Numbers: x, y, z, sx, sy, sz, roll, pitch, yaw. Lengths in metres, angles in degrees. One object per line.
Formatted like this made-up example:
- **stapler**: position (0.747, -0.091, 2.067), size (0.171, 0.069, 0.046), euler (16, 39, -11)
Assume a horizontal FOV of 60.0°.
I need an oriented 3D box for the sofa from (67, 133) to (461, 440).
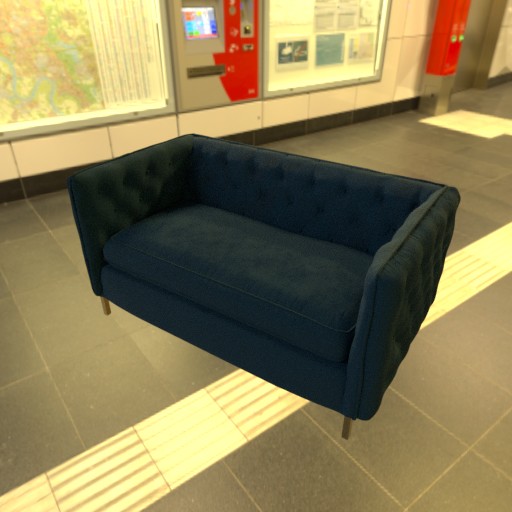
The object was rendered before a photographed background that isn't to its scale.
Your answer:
- **sofa**: position (0.000, 0.000, 2.157), size (1.583, 0.810, 0.909), euler (19, 36, 28)
